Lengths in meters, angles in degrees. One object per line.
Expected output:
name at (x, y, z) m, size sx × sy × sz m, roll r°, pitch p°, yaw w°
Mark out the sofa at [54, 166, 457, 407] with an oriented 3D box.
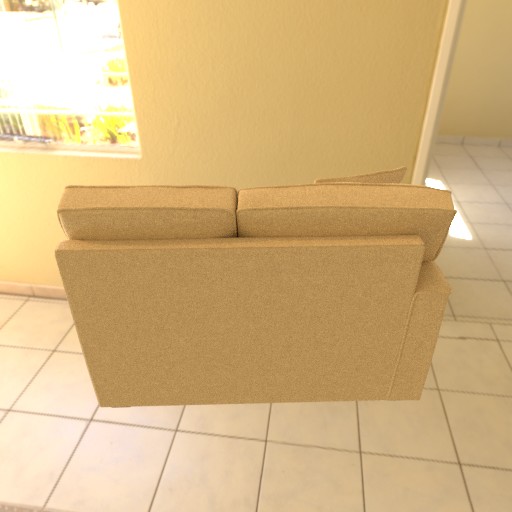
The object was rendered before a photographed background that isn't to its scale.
sofa at (0.000, 0.000, 2.033) m, size 1.388 × 0.989 × 0.991 m, roll -1°, pitch 32°, yaw -1°
